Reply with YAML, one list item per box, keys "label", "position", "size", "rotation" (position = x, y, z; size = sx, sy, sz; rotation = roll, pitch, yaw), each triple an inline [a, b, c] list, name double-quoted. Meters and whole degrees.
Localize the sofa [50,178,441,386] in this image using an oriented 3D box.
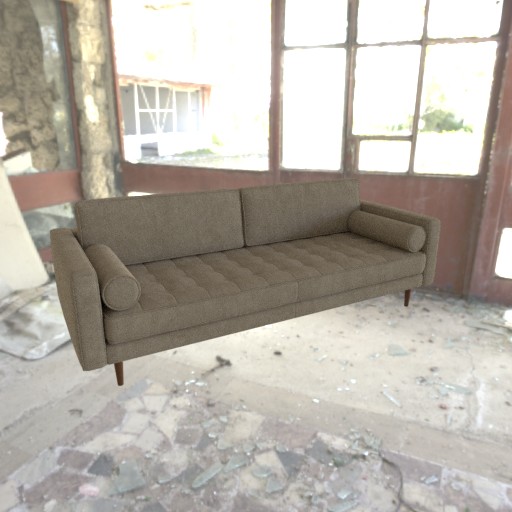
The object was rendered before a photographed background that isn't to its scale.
- label: "sofa"
  position: [0.000, 0.000, 2.686]
  size: [2.200, 0.770, 0.919]
  rotation: [-9, 20, -27]
